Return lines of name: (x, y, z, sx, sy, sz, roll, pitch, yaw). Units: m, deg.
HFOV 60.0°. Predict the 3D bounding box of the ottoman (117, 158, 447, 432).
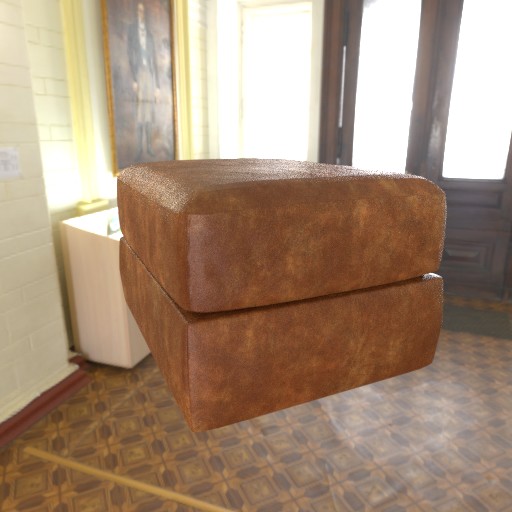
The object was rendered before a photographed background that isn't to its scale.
ottoman: (0.000, 0.000, 1.161, 0.603, 0.476, 0.751, -7, 17, -24)
